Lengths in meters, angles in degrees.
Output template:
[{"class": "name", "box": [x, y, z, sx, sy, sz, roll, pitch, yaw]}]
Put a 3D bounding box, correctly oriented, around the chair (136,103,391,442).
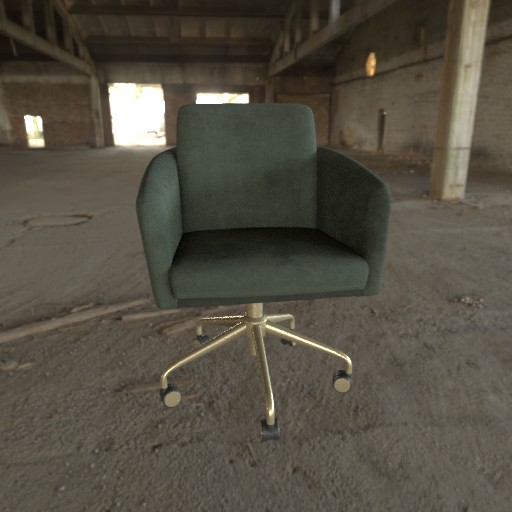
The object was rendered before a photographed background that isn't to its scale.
[{"class": "chair", "box": [0.000, 0.000, 1.356, 0.641, 0.908, 0.635, -2, 17, -8]}]
